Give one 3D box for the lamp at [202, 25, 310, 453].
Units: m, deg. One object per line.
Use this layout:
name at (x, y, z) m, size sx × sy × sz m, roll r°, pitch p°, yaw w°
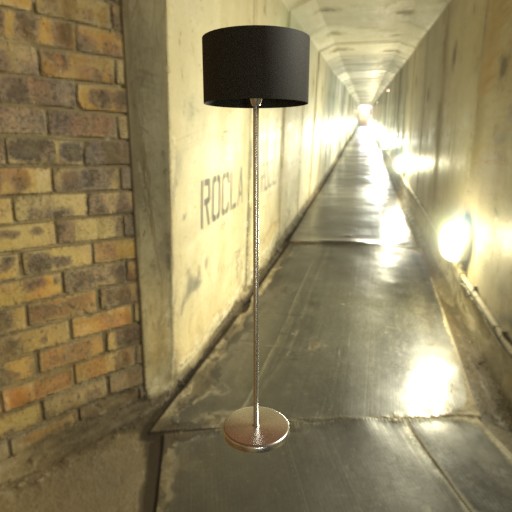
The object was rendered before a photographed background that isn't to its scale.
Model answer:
lamp at (0.000, 0.000, 1.606) m, size 0.348 × 1.443 × 0.348 m, roll -13°, pitch 19°, yaw -43°
